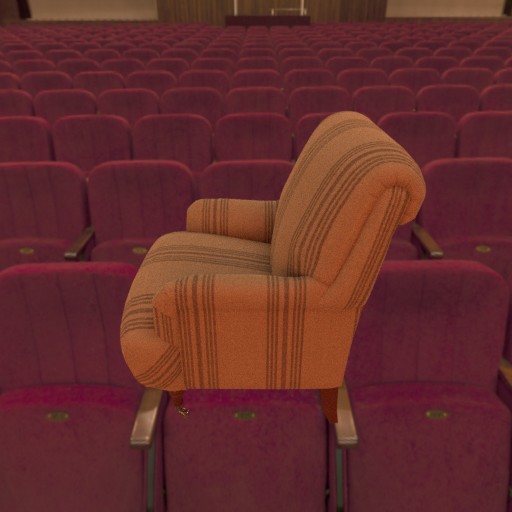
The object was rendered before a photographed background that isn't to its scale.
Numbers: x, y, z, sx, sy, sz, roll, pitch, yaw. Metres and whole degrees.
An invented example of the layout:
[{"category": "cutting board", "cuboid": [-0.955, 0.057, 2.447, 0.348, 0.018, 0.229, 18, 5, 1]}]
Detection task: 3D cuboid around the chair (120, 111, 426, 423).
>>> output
[{"category": "chair", "cuboid": [0.000, 0.000, 1.601, 0.914, 0.940, 0.813, 0, 27, 0]}]
